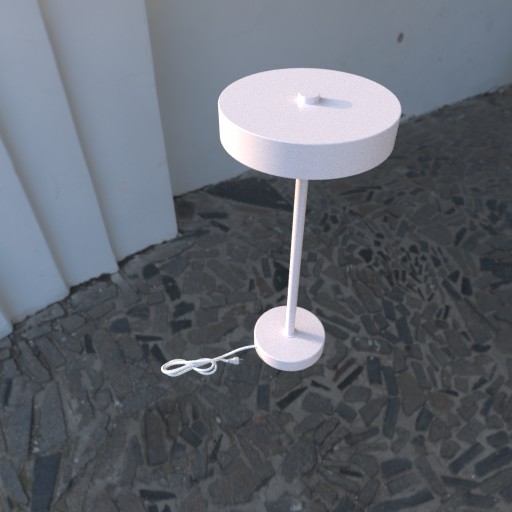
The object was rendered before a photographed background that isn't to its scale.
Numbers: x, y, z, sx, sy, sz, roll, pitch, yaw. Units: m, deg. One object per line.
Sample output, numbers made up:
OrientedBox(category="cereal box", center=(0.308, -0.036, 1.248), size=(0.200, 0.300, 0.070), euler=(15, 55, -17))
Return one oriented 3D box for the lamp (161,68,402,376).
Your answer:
OrientedBox(category="lamp", center=(0.000, 0.000, 0.708), size=(0.369, 0.508, 0.229), euler=(-13, 44, -14))
